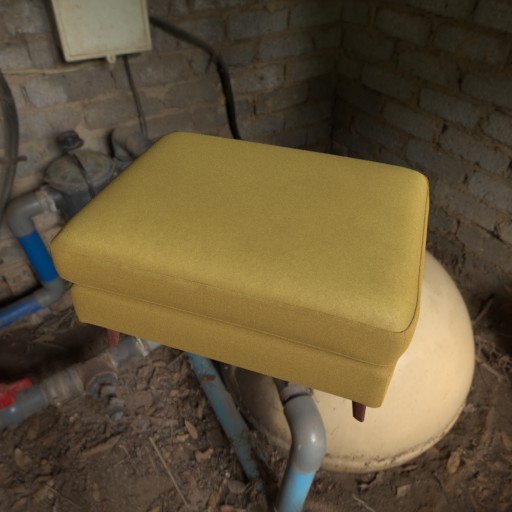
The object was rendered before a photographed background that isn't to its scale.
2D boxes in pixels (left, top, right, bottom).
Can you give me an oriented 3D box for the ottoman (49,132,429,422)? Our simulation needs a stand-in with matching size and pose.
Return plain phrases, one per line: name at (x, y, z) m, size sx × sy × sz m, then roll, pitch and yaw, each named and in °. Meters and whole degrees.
ottoman at (0.000, 0.000, 1.184) m, size 0.811 × 0.449 × 0.608 m, roll 13°, pitch 42°, yaw 14°
